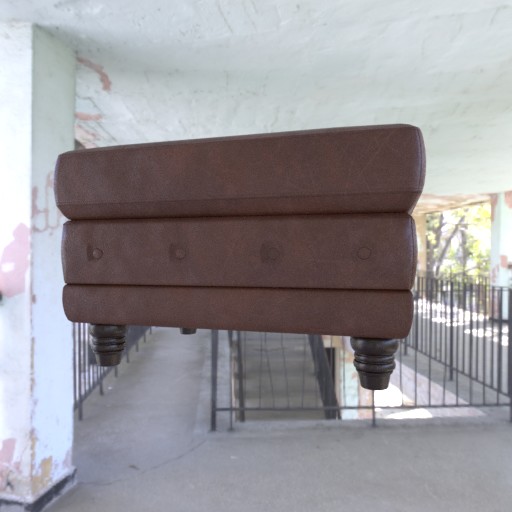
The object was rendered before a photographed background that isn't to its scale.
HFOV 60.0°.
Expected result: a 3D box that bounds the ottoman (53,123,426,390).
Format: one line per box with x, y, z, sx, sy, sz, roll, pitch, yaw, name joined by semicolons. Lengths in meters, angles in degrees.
0.000;0.000;1.157;0.795;0.509;0.588;0;0;17;ottoman
